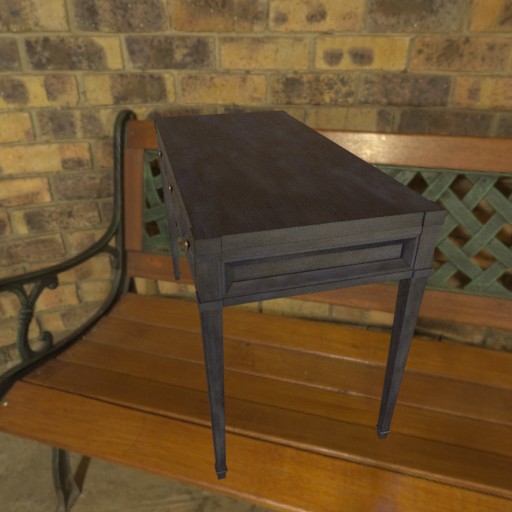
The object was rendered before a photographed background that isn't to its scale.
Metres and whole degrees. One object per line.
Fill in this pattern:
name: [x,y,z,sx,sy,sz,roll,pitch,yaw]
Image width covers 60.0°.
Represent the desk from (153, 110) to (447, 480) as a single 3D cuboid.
desk: [0.000,0.000,1.776,0.630,0.861,1.289,-8,30,-13]
